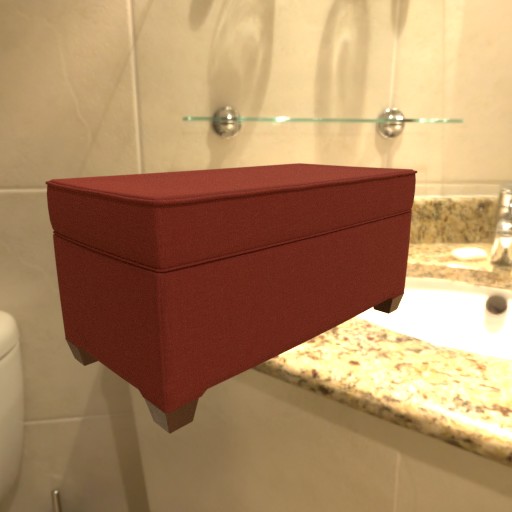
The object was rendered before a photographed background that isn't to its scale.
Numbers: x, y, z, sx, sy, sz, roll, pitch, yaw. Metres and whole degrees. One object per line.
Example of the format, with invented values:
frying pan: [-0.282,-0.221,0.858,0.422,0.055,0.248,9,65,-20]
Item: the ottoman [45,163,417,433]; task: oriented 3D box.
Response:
ottoman: [0.000,0.000,1.239,0.497,0.454,0.948,15,21,43]
